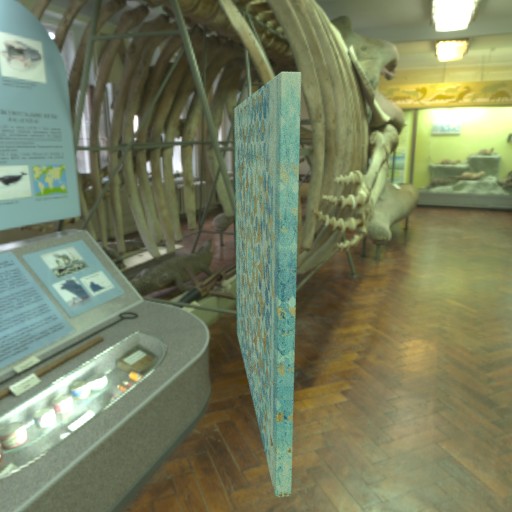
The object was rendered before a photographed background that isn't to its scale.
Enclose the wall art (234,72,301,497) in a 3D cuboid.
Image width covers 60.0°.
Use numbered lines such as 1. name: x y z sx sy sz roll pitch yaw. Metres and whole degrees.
1. wall art: 0.000 0.000 1.348 0.040 0.916 0.916 -2 15 -8
